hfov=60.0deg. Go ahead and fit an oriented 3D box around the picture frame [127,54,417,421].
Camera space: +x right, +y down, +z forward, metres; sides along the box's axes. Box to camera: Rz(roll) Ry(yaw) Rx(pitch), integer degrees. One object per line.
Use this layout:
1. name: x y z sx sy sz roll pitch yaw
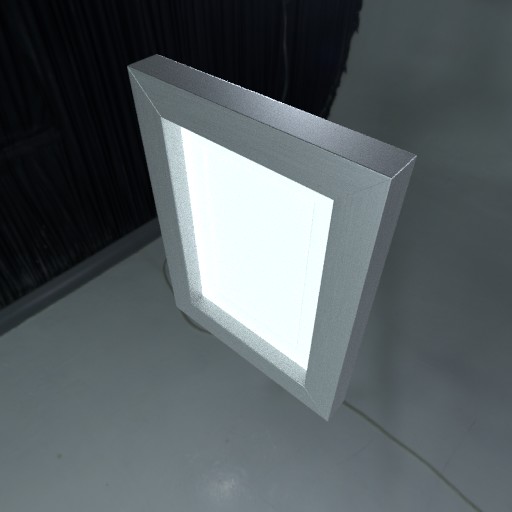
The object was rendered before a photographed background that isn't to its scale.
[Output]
1. picture frame: 0.000 0.000 0.282 0.157 0.208 0.028 31 53 27
